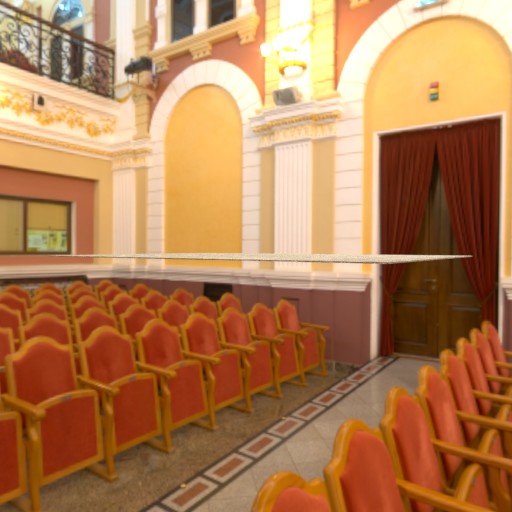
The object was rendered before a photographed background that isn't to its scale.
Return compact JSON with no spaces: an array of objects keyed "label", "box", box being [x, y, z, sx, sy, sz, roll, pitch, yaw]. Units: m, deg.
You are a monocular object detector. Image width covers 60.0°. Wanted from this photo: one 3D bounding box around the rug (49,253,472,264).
[{"label":"rug","box":[0.000,0.000,2.868,2.283,0.006,1.521,1,1,36]}]
